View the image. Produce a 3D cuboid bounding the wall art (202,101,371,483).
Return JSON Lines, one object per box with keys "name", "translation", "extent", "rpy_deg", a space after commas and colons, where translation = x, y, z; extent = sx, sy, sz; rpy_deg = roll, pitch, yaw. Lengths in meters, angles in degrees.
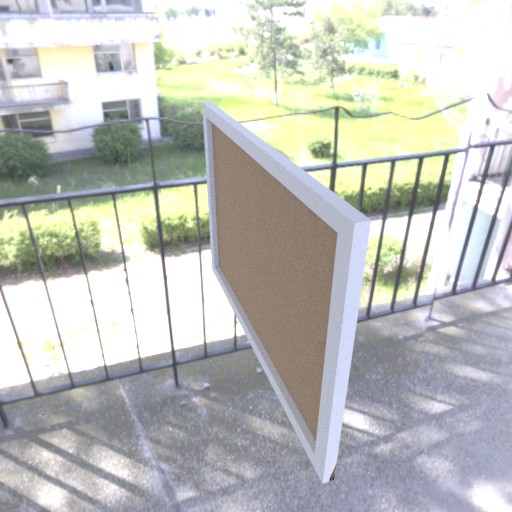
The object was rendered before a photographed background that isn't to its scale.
{"name": "wall art", "translation": [0.000, 0.000, 1.454], "extent": [0.038, 0.767, 1.144], "rpy_deg": [-10, 32, -17]}
